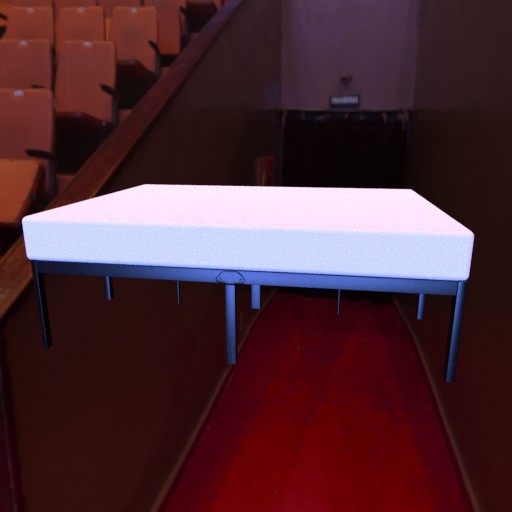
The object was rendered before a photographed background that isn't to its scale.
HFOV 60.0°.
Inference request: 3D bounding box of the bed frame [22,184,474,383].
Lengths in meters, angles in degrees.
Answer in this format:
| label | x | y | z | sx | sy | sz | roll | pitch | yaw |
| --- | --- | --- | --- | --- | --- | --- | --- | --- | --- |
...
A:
| label | x | y | z | sx | sy | sz | roll | pitch | yaw |
| --- | --- | --- | --- | --- | --- | --- | --- | --- | --- |
| bed frame | 0.000 | 0.000 | 2.614 | 1.956 | 0.659 | 1.408 | 3 | 16 | 9 |
